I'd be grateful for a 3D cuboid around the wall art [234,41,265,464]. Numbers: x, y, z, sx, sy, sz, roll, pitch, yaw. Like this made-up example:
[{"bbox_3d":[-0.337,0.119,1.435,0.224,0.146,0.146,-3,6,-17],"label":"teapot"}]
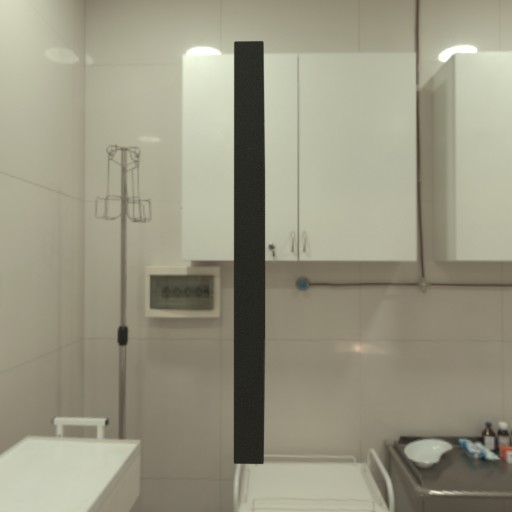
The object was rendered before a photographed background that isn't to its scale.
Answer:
[{"bbox_3d":[0.000,0.000,0.537,0.021,0.301,0.443,0,-1,1],"label":"wall art"}]
